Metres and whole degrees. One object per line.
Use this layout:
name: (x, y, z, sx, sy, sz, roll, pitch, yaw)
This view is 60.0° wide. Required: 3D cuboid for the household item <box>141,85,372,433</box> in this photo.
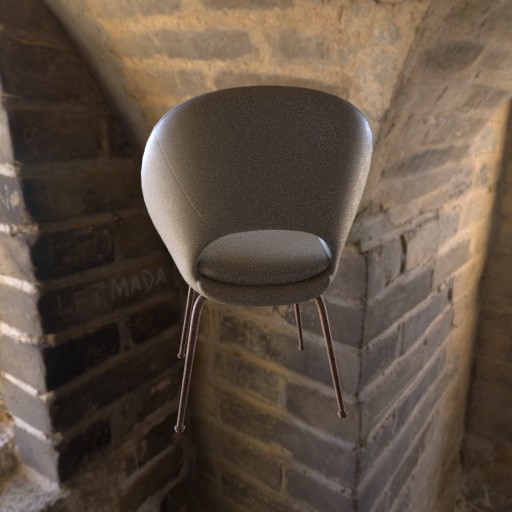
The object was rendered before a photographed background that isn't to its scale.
household item: (0.000, 0.000, 1.281, 0.623, 0.852, 0.573, -2, 13, -9)
